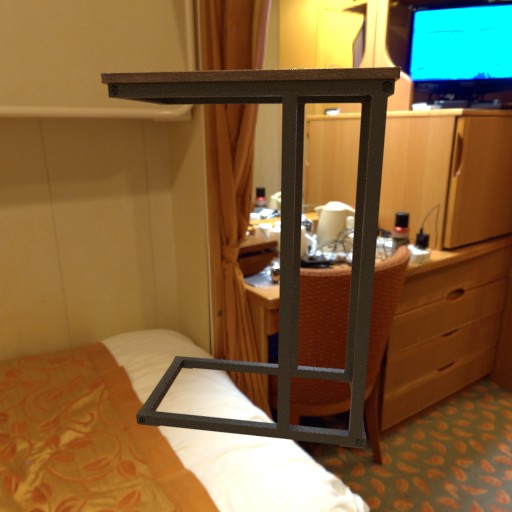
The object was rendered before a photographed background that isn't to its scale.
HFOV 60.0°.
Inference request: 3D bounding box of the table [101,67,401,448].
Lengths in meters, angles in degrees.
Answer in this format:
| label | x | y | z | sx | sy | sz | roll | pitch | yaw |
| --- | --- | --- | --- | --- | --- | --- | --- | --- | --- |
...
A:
| label | x | y | z | sx | sy | sz | roll | pitch | yaw |
| --- | --- | --- | --- | --- | --- | --- | --- | --- | --- |
| table | 0.000 | 0.000 | 0.855 | 0.450 | 0.637 | 0.254 | 3 | 16 | 9 |
